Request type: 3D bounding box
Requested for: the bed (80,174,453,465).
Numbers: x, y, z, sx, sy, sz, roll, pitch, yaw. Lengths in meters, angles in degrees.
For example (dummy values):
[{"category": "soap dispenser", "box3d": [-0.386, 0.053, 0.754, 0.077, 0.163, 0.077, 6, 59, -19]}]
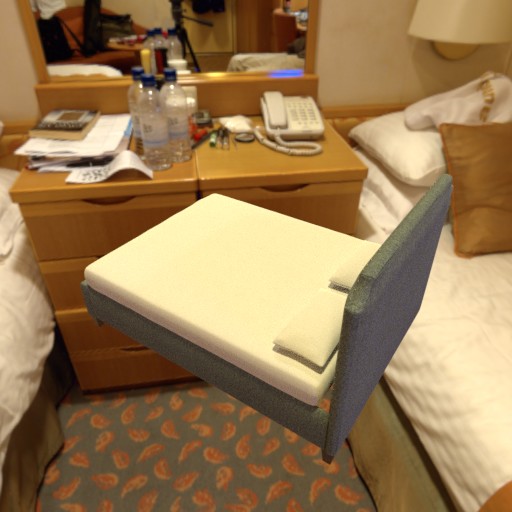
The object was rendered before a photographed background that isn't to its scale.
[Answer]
[{"category": "bed", "box3d": [0.000, 0.000, 3.501, 2.372, 1.443, 1.712, 21, 39, 28]}]
